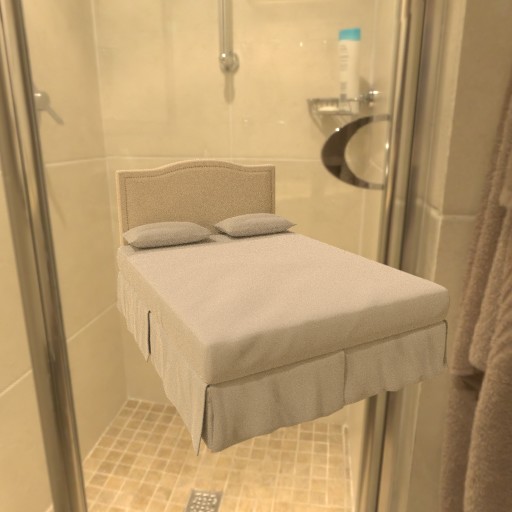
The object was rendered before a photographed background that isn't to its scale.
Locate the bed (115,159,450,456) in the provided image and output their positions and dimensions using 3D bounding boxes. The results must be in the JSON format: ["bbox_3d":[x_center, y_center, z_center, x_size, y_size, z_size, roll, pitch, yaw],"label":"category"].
[{"bbox_3d":[0.000,0.000,3.665,1.977,1.437,2.477,-8,18,-27],"label":"bed"}]
